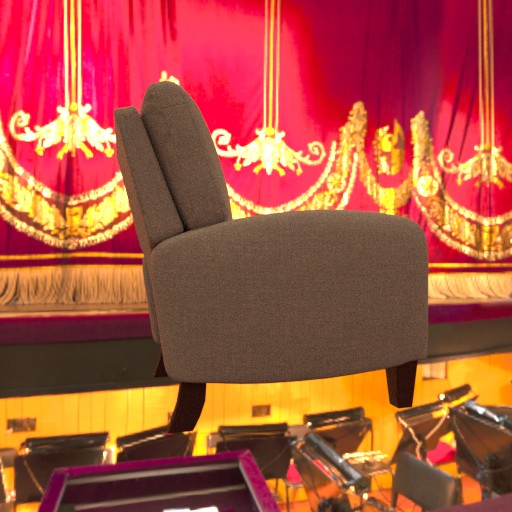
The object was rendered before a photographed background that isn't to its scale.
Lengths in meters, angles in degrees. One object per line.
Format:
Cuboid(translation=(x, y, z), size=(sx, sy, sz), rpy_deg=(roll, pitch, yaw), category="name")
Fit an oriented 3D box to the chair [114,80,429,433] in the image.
Cuboid(translation=(0.000, 0.000, 1.633), size=(0.990, 0.990, 0.762), rpy_deg=(0, -1, -17), category="chair")
